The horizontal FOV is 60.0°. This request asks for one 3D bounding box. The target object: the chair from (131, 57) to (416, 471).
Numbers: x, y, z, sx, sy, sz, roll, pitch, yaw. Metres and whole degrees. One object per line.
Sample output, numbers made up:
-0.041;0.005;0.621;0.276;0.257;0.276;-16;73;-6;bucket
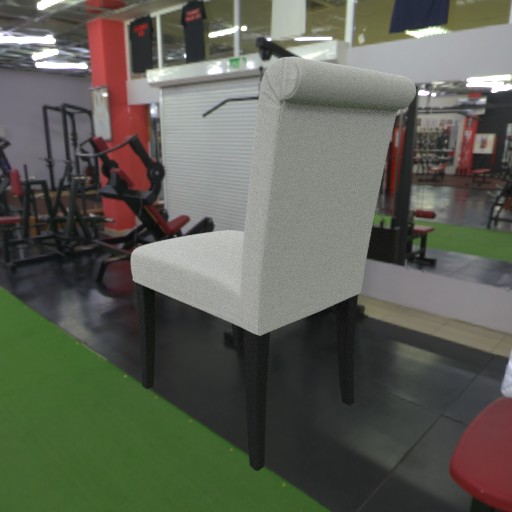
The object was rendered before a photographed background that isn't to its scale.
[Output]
0.000;0.000;1.314;0.452;0.976;0.708;-14;21;-42;chair
